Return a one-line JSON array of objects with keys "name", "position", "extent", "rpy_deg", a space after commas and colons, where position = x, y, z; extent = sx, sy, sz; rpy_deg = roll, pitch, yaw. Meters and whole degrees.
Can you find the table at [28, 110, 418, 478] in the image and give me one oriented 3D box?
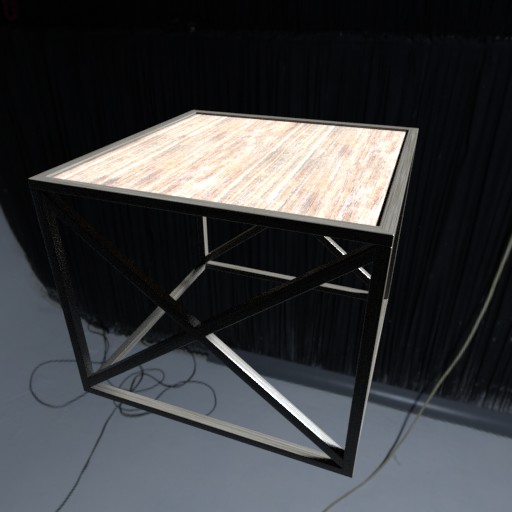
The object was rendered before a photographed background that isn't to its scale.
[{"name": "table", "position": [0.000, 0.000, 1.041], "extent": [0.611, 0.507, 0.609], "rpy_deg": [10, 31, 18]}]
